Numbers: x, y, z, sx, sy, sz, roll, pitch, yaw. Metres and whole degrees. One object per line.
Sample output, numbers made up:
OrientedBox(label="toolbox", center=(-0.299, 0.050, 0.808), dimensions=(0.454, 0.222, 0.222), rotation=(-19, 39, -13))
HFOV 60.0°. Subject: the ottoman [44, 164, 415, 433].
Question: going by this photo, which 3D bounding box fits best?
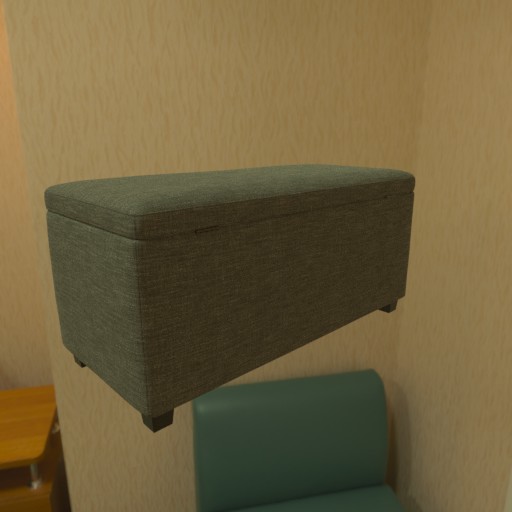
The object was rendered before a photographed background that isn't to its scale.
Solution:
OrientedBox(label="ottoman", center=(0.000, 0.000, 1.145), dimensions=(0.902, 0.432, 0.419), rotation=(-14, 21, -41))
